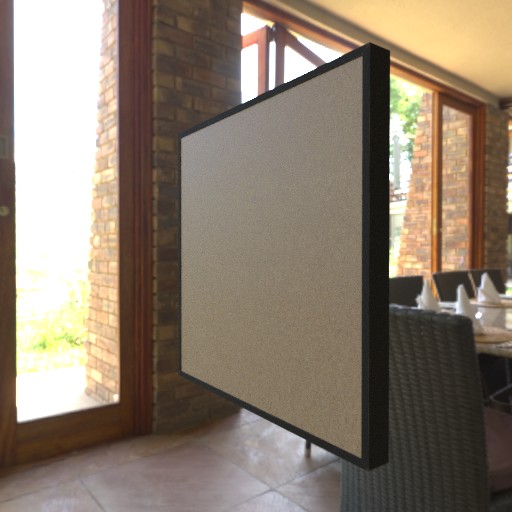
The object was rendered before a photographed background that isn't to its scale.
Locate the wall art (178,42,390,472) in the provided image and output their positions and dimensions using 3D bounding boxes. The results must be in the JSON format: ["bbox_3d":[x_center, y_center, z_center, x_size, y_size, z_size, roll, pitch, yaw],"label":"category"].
[{"bbox_3d":[0.000,0.000,0.740,0.038,0.508,0.508,0,1,-36],"label":"wall art"}]
